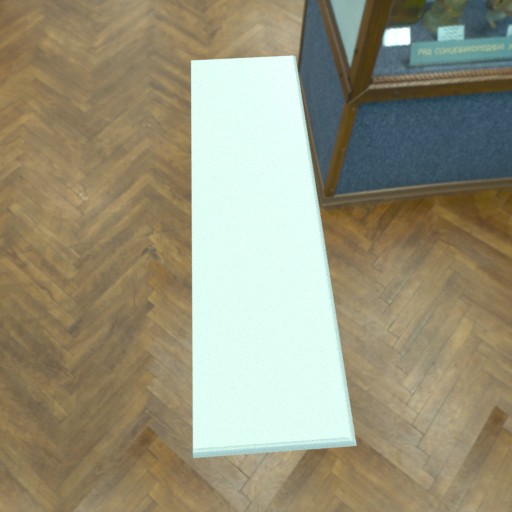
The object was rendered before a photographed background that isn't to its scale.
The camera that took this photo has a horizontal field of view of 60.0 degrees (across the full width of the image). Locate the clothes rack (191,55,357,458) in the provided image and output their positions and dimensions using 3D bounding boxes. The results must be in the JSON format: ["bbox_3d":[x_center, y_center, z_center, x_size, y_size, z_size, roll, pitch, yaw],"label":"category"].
[{"bbox_3d":[0.000,0.000,1.351,0.324,0.531,1.120,-4,63,-2],"label":"clothes rack"}]
